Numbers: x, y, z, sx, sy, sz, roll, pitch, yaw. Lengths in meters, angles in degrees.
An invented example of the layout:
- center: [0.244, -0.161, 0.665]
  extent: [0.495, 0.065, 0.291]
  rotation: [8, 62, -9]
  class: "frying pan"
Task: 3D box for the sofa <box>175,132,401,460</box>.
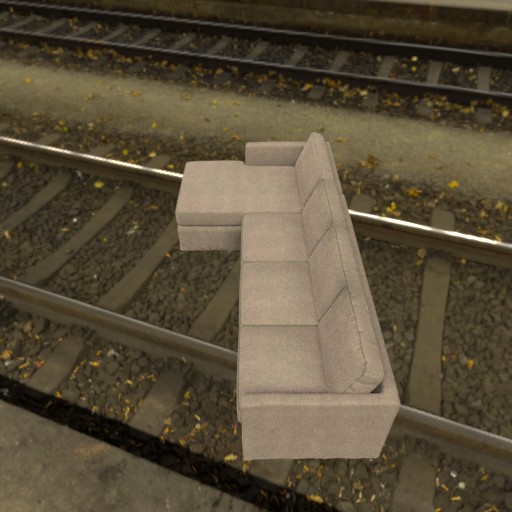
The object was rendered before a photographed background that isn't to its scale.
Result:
- center: [0.000, 0.000, 3.894]
  extent: [1.650, 0.922, 3.205]
  rotation: [0, 42, 0]
  class: "sofa"
